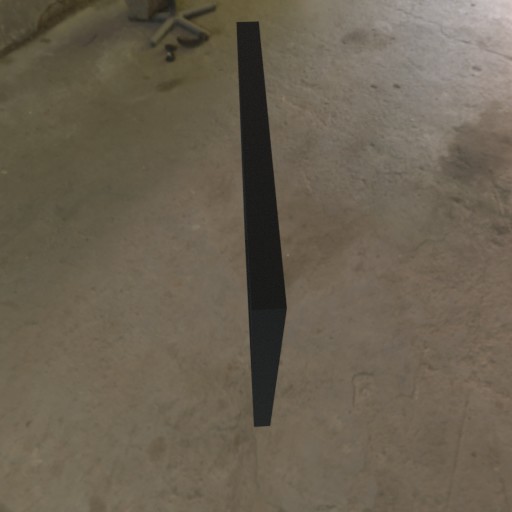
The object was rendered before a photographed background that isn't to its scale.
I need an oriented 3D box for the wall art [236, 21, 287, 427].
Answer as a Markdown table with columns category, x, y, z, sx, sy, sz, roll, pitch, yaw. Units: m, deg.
| category | x | y | z | sx | sy | sz | roll | pitch | yaw |
| --- | --- | --- | --- | --- | --- | --- | --- | --- | --- |
| wall art | 0.000 | 0.000 | 0.551 | 0.024 | 0.404 | 0.329 | -3 | 59 | -2 |
